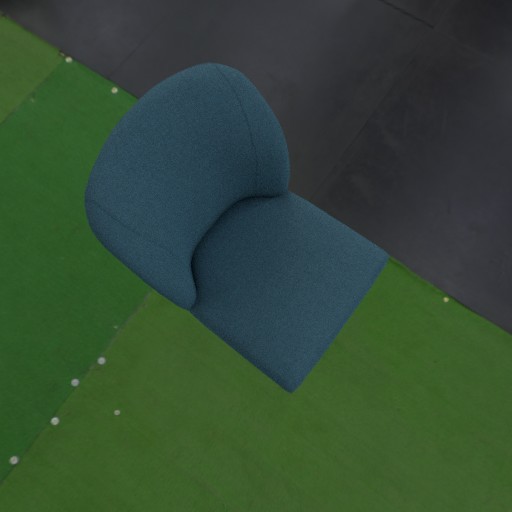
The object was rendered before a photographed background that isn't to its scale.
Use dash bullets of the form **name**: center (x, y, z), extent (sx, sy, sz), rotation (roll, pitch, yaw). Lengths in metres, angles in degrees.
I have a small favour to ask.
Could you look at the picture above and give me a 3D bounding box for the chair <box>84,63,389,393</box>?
- **chair**: center (0.000, 0.000, 1.253), extent (0.620, 0.879, 0.507), rotation (37, 77, 10)
